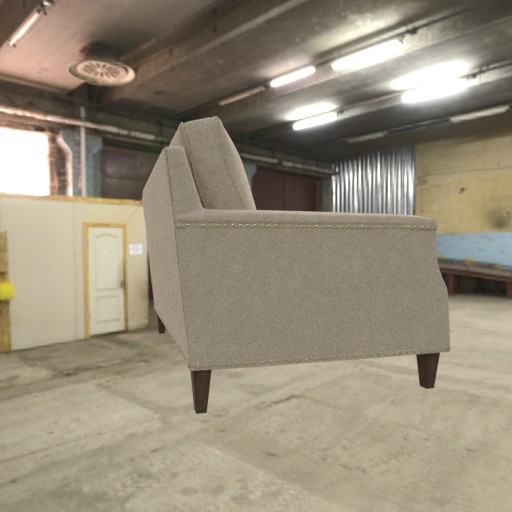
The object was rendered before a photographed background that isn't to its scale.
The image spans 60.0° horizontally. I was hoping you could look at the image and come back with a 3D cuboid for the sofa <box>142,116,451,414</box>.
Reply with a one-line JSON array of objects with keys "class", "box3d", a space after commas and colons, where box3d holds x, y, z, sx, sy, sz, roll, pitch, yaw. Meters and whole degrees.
[{"class": "sofa", "box3d": [0.000, 0.000, 2.259, 1.084, 1.002, 1.597, 0, 1, -17]}]
